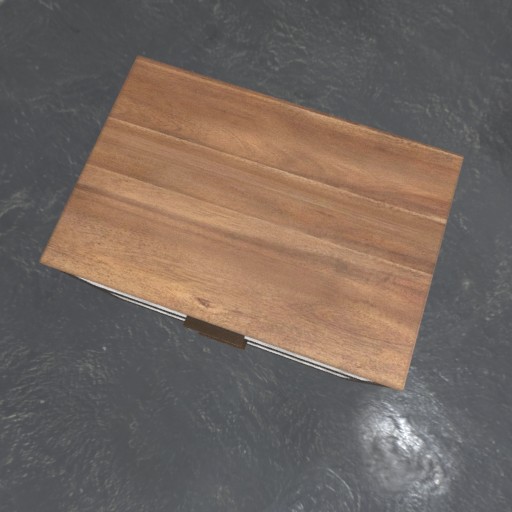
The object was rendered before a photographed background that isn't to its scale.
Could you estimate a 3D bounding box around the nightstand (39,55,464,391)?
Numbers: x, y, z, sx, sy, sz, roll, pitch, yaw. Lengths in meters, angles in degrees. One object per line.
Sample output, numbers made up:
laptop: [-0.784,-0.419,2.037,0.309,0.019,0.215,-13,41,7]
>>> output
nightstand: [0.000,0.000,1.029,0.605,0.611,0.427,19,77,5]
